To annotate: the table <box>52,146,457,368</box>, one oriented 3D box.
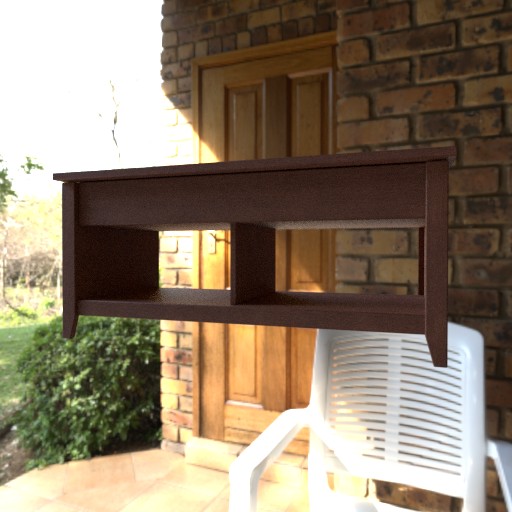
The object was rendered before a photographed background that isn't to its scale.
[{"bbox_3d":[0.000,0.000,1.286,1.016,0.457,0.483,0,1,18],"label":"table"}]
